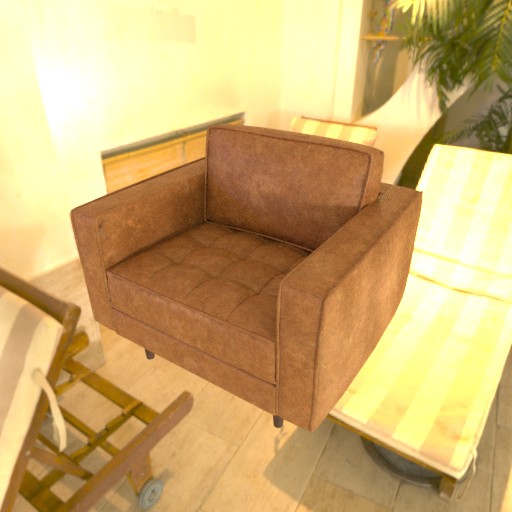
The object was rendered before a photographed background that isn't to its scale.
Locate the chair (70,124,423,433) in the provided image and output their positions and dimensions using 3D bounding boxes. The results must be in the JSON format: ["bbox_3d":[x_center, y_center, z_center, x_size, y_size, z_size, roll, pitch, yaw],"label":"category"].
[{"bbox_3d":[0.000,0.000,1.541,0.928,0.767,0.798,18,34,29],"label":"chair"}]
